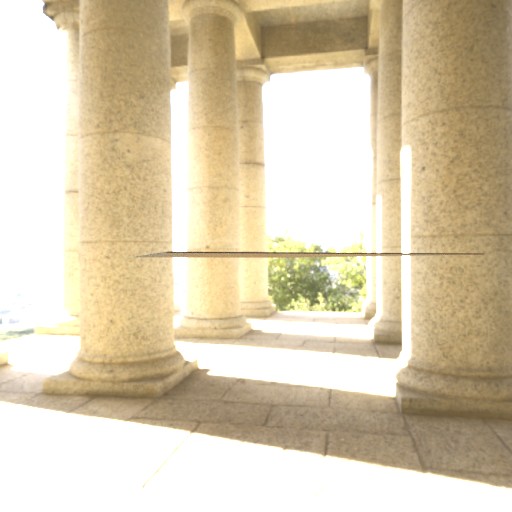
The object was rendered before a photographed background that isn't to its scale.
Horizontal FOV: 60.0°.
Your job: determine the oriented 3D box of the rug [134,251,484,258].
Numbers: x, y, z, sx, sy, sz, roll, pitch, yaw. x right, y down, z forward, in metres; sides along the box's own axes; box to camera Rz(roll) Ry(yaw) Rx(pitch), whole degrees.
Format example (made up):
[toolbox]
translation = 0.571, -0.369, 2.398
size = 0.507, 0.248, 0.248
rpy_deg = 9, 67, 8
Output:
[rug]
translation = 0.000, 0.000, 3.031
size = 1.521, 0.006, 2.435
rpy_deg = 0, -1, -18
